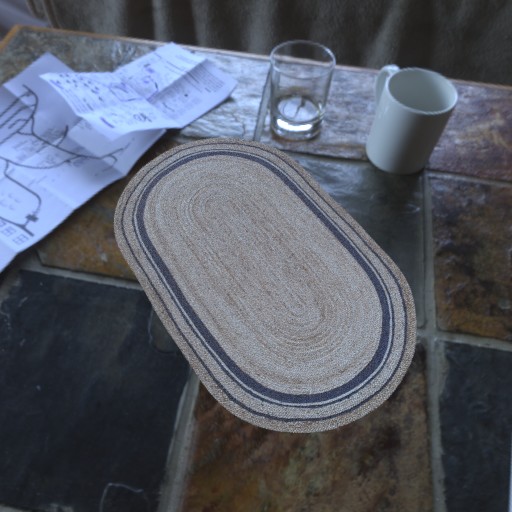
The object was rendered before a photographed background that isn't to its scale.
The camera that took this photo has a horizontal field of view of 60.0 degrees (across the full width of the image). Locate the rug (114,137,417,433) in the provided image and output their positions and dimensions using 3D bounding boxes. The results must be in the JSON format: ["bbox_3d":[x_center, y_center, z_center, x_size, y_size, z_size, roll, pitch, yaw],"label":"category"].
[{"bbox_3d":[0.000,0.000,3.029,1.520,0.006,2.432,-30,63,-17],"label":"rug"}]
